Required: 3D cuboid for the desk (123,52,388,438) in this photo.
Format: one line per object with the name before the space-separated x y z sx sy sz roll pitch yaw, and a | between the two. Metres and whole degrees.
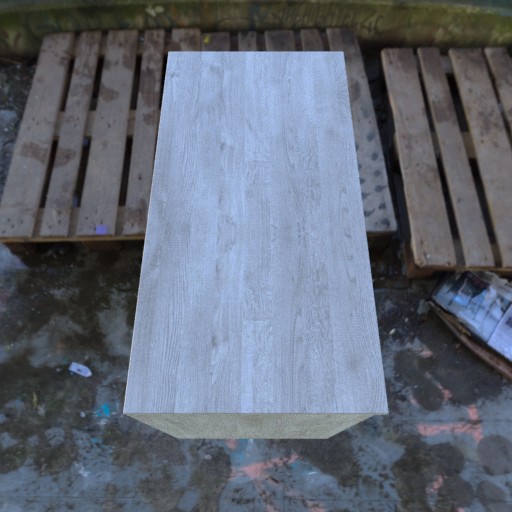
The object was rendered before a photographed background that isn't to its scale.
desk | 0.000 0.000 1.504 0.560 0.730 1.100 0 64 0
